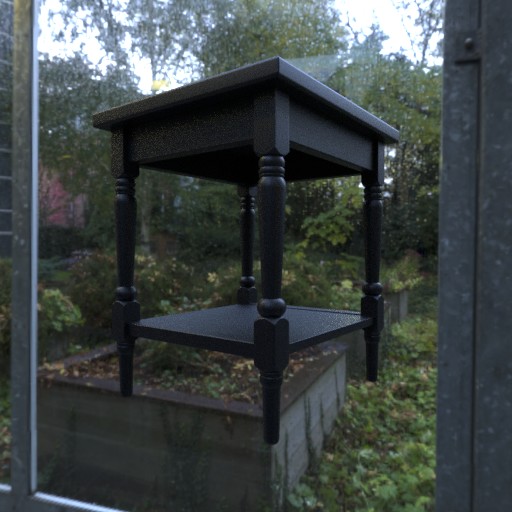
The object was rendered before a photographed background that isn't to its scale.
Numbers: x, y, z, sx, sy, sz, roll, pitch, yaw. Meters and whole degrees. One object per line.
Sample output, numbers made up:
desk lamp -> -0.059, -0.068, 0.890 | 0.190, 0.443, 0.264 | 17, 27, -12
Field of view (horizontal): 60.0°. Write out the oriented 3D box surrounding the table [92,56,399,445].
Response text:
table -> 0.000, 0.000, 0.940 | 0.442, 0.565, 0.488 | 1, 1, 37
